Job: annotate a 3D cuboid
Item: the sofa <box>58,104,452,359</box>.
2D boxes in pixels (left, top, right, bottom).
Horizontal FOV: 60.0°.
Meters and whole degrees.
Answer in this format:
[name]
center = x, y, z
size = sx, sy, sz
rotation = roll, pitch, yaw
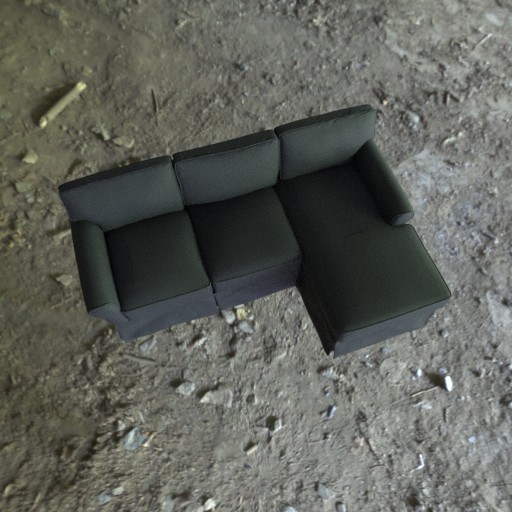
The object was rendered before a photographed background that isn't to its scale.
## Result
[sofa]
center = 0.000, 0.000, 3.334
size = 2.518, 1.039, 1.637
rotation = -17, 64, -8
